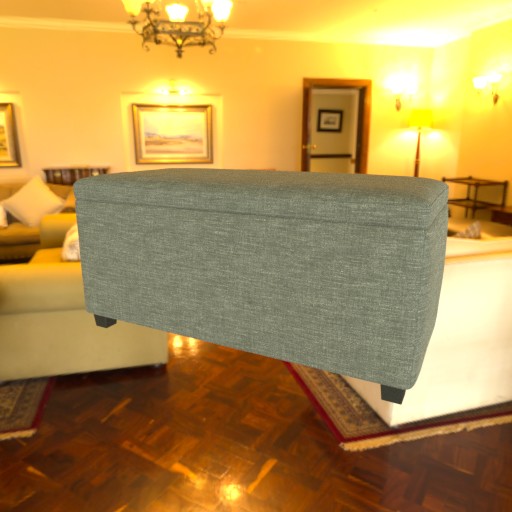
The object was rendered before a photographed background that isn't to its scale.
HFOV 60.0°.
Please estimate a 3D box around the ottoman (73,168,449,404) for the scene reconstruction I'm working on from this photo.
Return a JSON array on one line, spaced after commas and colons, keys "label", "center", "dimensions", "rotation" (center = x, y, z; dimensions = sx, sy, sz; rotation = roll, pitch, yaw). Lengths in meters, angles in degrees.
[{"label": "ottoman", "center": [0.000, 0.000, 1.173], "dimensions": [0.902, 0.432, 0.419], "rotation": [8, 17, 26]}]
